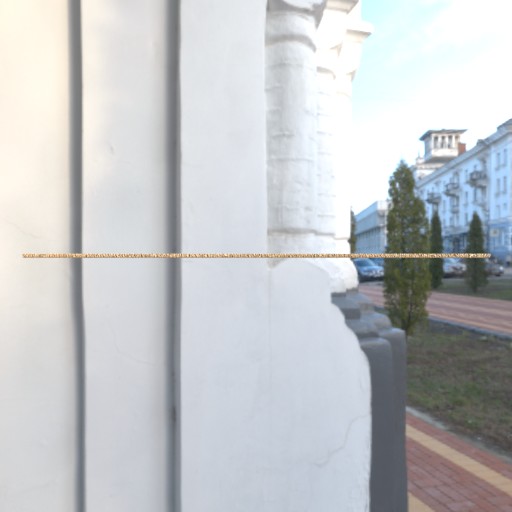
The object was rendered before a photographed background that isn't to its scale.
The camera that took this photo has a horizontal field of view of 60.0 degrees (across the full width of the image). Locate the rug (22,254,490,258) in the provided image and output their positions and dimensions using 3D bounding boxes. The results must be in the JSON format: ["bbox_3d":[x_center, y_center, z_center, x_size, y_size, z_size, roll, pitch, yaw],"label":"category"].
[{"bbox_3d":[0.000,0.000,4.038,3.000,0.026,2.400,0,0,0],"label":"rug"}]
